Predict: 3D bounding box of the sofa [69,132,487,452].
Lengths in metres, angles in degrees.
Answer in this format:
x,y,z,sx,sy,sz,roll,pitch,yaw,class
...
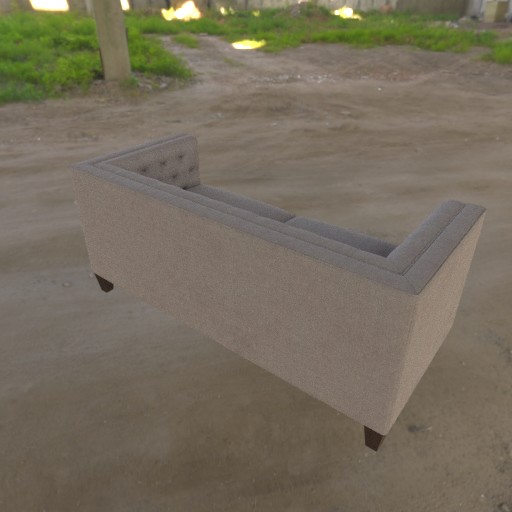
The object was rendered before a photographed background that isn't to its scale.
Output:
x,y,z,sx,sy,sz,roll,pitch,yaw,class
0.000,0.000,2.187,1.778,0.762,0.775,22,38,32,sofa
